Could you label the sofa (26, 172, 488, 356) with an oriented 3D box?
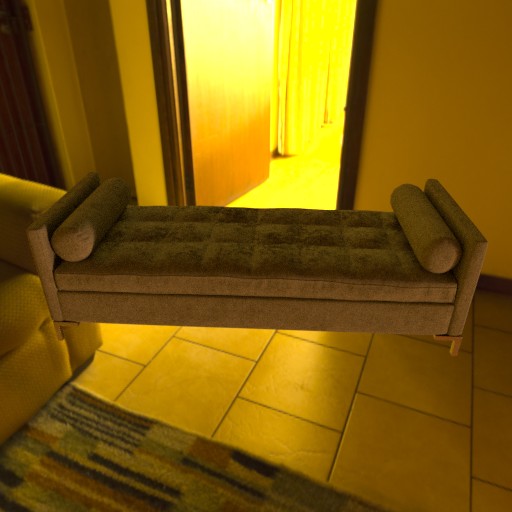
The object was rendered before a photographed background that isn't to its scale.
[{"bbox_3d":[0.000,0.000,2.459,2.102,0.657,0.797,2,30,3],"label":"sofa"}]
